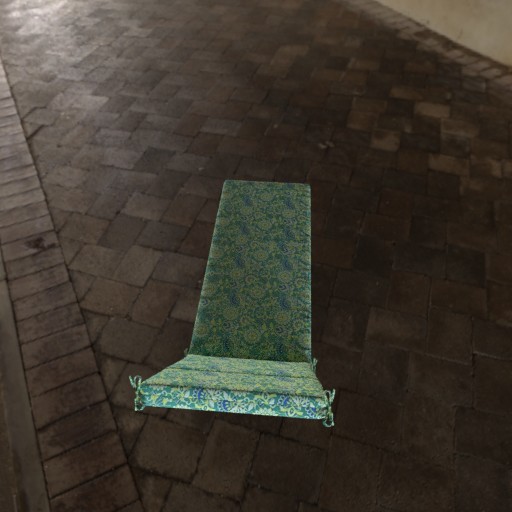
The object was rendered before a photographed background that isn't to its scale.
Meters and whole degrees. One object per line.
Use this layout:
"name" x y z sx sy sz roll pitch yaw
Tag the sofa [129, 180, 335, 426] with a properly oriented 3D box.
"sofa" 0.000 0.000 1.929 0.582 0.622 1.663 3 48 3
